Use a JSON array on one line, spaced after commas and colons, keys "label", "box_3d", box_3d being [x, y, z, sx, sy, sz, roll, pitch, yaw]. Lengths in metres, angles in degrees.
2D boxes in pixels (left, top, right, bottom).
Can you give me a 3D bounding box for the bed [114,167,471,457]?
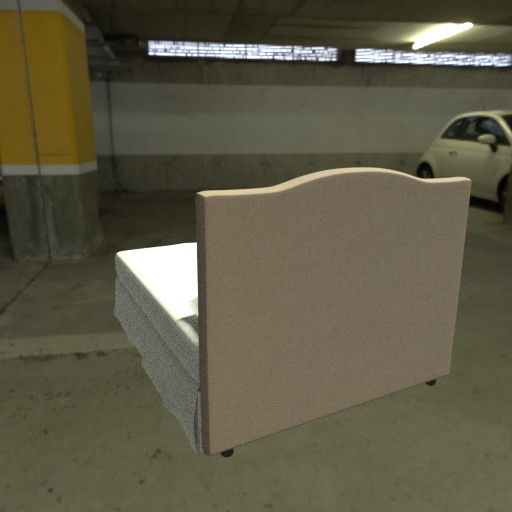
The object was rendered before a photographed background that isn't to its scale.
[{"label": "bed", "box_3d": [0.000, 0.000, 3.370, 1.821, 1.436, 2.282, -8, 17, -27]}]
